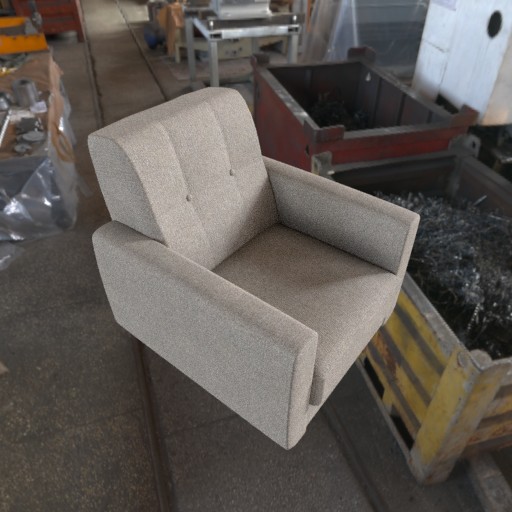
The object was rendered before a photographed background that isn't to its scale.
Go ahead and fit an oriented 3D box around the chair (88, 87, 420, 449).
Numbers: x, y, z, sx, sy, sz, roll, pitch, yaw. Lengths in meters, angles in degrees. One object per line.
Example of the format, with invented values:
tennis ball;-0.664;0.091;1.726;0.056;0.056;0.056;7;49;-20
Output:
chair;0.000;0.000;1.670;0.942;0.968;0.845;26;46;28
